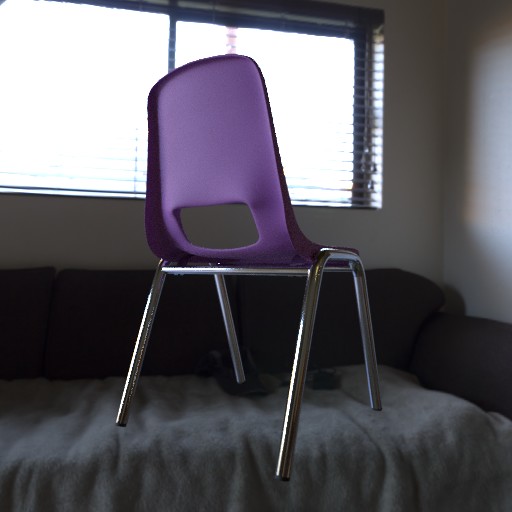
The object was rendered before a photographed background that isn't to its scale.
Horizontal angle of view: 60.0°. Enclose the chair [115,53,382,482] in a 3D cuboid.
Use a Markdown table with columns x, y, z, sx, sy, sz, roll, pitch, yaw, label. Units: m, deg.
| x | y | z | sx | sy | sz | roll | pitch | yaw | label |
| --- | --- | --- | --- | --- | --- | --- | --- | --- | --- |
| 0.000 | 0.000 | 0.679 | 0.291 | 0.493 | 0.301 | -1 | -1 | 36 | chair |
